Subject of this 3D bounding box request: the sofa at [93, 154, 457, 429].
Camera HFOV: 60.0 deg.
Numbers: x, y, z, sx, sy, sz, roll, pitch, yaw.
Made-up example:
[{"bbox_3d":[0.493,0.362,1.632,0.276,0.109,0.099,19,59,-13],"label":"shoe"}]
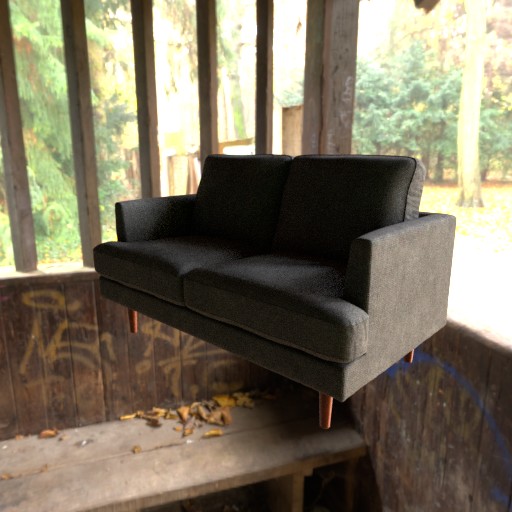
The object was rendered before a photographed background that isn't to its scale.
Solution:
[{"bbox_3d":[0.000,0.000,2.136,1.582,0.956,0.903,12,18,41],"label":"sofa"}]
